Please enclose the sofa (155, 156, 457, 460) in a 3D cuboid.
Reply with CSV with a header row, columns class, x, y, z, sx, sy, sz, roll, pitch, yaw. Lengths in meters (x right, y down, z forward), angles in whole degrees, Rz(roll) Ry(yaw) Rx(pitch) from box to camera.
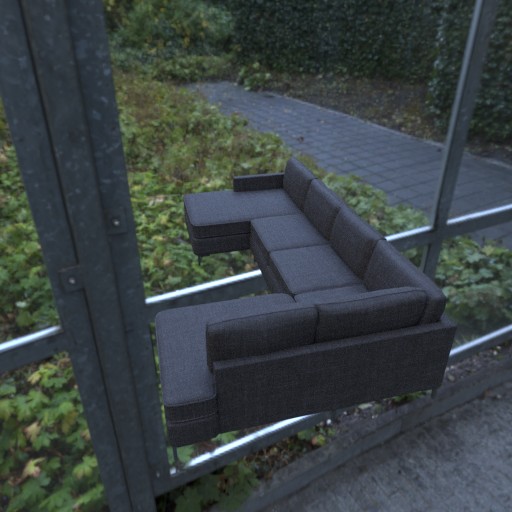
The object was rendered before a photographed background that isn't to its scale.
class,x,y,z,sx,sy,sz,roll,pitch,yaw
sofa,0.000,0.000,4.373,2.048,0.999,3.423,-7,31,-12
